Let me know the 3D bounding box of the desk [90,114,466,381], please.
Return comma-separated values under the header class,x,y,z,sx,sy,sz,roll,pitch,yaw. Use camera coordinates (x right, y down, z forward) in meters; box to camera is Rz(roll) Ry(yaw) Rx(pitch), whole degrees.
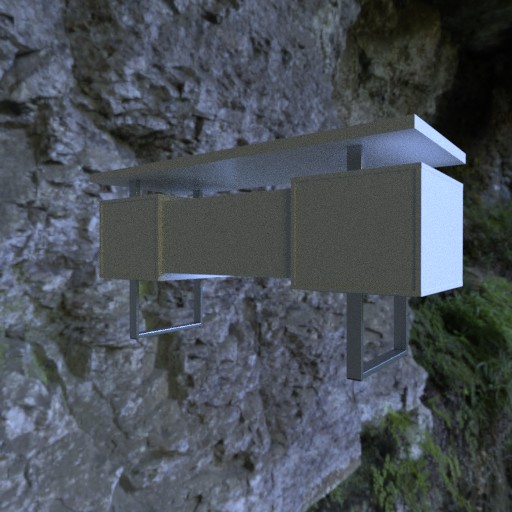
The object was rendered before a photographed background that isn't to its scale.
class,x,y,z,sx,sy,sz,roll,pitch,yaw
desk,0.000,0.000,1.893,1.530,0.773,0.603,0,1,37
